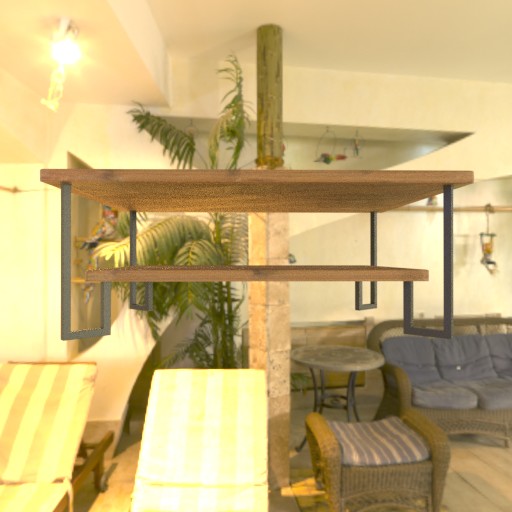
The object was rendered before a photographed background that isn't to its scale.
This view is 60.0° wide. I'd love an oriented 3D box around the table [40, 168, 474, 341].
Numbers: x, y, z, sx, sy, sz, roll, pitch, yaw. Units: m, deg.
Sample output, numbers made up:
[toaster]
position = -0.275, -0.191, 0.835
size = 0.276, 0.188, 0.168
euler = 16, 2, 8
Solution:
[table]
position = 0.000, 0.000, 1.697
size = 1.238, 0.492, 0.877
euler = 0, 0, -1
